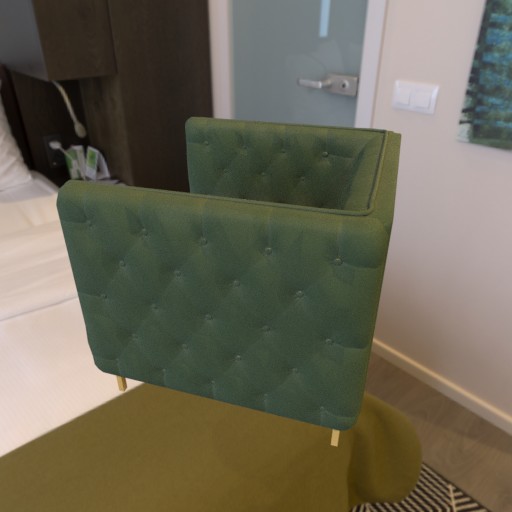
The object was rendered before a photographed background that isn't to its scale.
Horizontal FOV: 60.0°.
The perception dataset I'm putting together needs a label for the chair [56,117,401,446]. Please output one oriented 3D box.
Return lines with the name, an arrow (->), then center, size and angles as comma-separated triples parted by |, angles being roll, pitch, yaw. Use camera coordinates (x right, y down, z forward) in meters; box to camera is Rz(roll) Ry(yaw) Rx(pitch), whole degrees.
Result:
chair -> 0.000, 0.000, 1.560 | 0.855, 0.768, 0.917 | 9, 31, 15
